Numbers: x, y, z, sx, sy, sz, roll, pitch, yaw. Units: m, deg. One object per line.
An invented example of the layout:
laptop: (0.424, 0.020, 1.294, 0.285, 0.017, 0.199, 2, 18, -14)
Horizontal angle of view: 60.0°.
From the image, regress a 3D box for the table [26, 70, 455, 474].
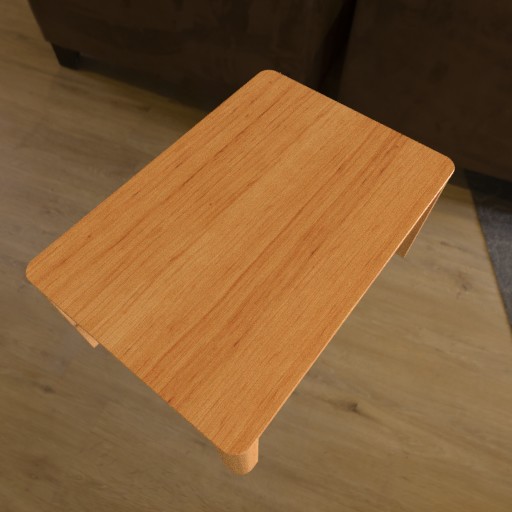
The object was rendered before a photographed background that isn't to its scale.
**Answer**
table: (0.000, 0.000, 1.365, 0.696, 0.445, 0.997, 34, 65, 19)
